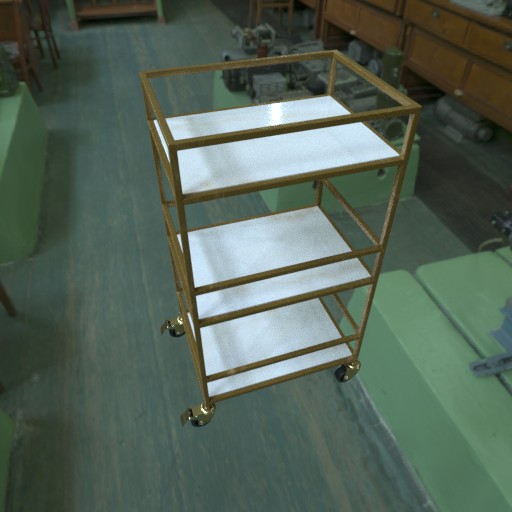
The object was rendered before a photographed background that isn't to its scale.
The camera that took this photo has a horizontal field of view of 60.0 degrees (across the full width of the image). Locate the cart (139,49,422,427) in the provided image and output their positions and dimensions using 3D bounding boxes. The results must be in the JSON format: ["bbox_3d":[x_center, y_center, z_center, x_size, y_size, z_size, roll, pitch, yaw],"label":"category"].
[{"bbox_3d":[0.000,0.000,1.009,0.483,0.761,0.332,-13,43,-14],"label":"cart"}]
